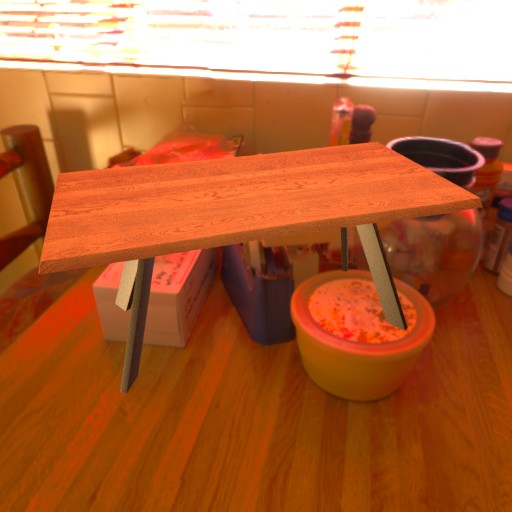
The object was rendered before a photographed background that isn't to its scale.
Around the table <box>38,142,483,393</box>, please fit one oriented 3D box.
[{"bbox_3d":[0.000,0.000,2.255,1.800,0.770,0.900,-9,32,-15],"label":"table"}]
